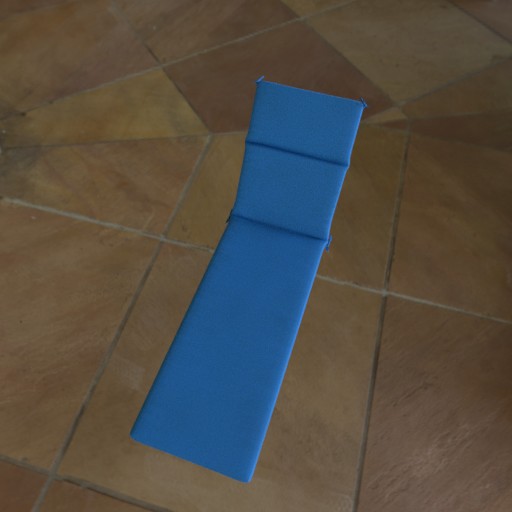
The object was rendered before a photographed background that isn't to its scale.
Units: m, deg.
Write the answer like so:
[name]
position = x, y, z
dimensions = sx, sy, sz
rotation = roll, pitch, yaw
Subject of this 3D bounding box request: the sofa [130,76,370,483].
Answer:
[sofa]
position = 0.000, 0.000, 1.940
dimensions = 0.582, 0.622, 1.663
rotation = 16, 59, 10
